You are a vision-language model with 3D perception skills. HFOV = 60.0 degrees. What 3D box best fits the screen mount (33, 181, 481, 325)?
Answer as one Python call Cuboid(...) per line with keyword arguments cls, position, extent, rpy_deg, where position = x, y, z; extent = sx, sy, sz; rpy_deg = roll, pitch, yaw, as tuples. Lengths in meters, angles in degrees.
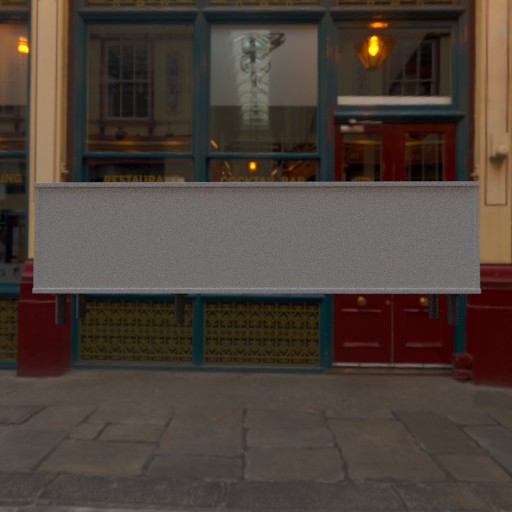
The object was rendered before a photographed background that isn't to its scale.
Cuboid(cls="screen mount", position=(0.000, 0.000, 1.793), extent=(1.600, 0.520, 0.418), rpy_deg=(0, -1, 1))
